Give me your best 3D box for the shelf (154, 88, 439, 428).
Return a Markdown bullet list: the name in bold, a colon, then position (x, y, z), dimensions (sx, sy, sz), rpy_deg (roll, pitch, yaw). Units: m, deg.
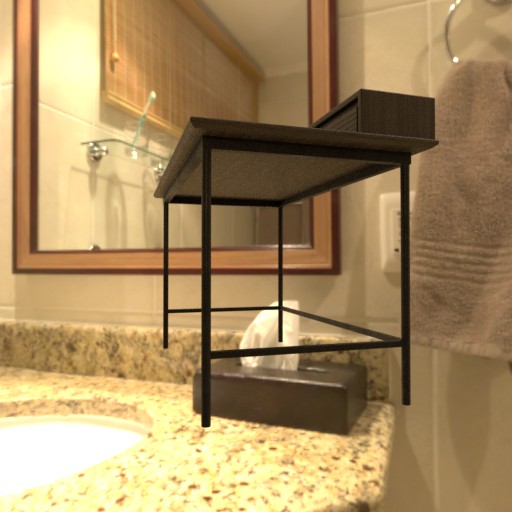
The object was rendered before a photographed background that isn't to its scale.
- **shelf**: position (0.000, 0.000, 1.696), dimensions (0.685, 0.865, 1.212), rpy_deg (0, -1, -17)
